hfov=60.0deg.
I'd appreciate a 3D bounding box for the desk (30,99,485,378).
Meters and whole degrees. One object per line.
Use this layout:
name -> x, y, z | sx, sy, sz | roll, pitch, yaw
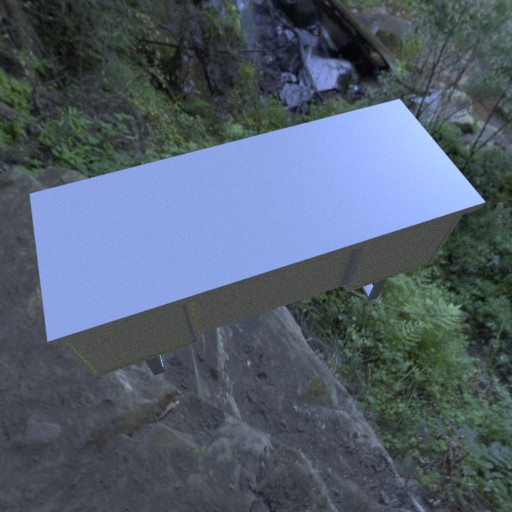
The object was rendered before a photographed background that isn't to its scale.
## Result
desk -> 0.000, 0.000, 1.918 | 1.530, 0.773, 0.603 | -17, 59, -11
